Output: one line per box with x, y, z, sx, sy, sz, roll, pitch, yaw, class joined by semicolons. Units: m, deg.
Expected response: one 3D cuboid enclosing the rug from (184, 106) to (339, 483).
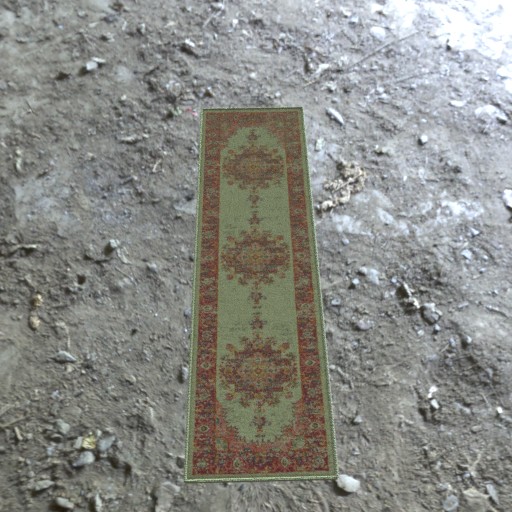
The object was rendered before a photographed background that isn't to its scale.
0.000;0.000;2.008;0.562;0.009;1.824;-1;63;-1;rug
